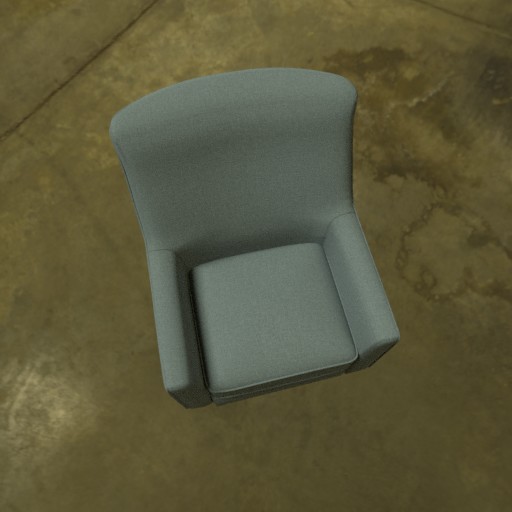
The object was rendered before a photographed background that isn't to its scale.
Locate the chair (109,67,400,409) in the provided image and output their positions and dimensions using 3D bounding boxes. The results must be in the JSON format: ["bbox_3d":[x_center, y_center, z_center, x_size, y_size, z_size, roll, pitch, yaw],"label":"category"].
[{"bbox_3d":[0.000,0.000,1.595,0.756,0.916,0.879,-11,65,-5],"label":"chair"}]
